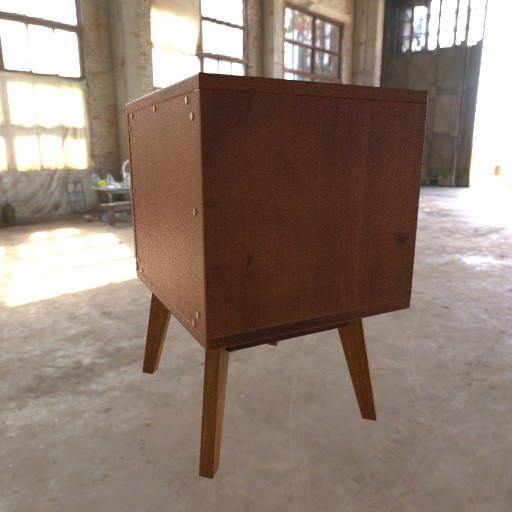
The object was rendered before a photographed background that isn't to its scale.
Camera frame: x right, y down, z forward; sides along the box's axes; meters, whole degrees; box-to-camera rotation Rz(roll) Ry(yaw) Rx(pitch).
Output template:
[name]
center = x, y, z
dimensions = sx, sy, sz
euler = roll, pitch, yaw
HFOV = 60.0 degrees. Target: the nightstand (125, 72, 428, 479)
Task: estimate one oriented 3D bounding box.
[nightstand]
center = 0.000, 0.000, 0.917
dimensions = 0.411, 0.618, 0.460
euler = -7, 15, -27
